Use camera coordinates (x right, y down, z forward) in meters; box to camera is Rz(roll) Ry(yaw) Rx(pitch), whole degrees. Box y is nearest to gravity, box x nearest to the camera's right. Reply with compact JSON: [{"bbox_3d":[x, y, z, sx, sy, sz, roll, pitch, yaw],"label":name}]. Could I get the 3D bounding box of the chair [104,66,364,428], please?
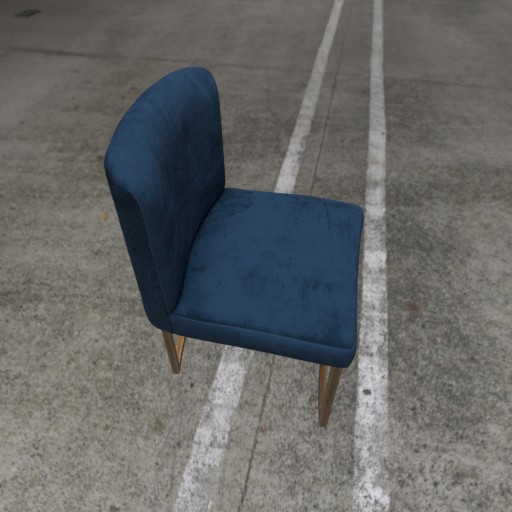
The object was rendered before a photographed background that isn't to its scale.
[{"bbox_3d":[0.000,0.000,1.189,0.560,0.824,0.530,8,47,8],"label":"chair"}]
